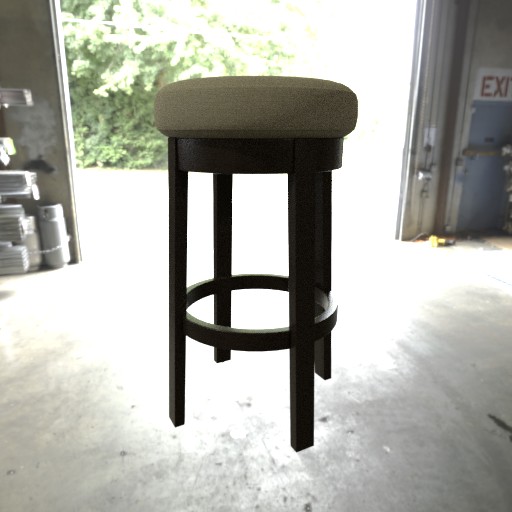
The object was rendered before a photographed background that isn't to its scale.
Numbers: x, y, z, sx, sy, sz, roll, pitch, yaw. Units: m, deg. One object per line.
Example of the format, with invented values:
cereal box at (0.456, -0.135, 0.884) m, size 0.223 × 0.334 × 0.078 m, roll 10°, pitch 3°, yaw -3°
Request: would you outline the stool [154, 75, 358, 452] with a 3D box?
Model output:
stool at (0.000, 0.000, 1.035) m, size 0.446 × 0.758 × 0.446 m, roll 0°, pitch 16°, yaw 0°
